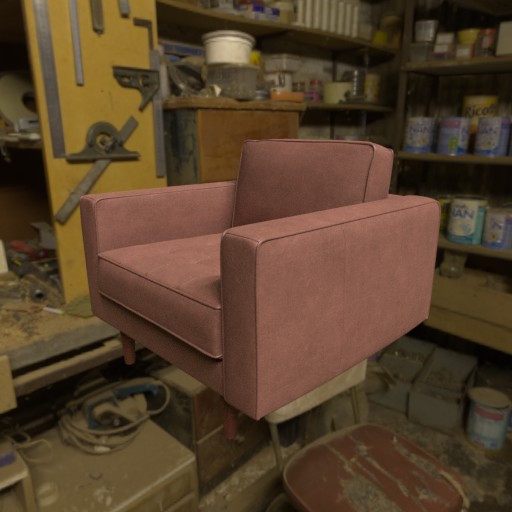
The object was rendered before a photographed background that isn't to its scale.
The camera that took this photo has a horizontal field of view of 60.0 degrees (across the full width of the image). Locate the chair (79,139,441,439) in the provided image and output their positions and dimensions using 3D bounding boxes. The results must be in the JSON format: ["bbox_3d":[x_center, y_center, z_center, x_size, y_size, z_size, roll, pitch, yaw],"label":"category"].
[{"bbox_3d":[0.000,0.000,1.531,0.900,0.770,0.920,-15,22,-42],"label":"chair"}]
